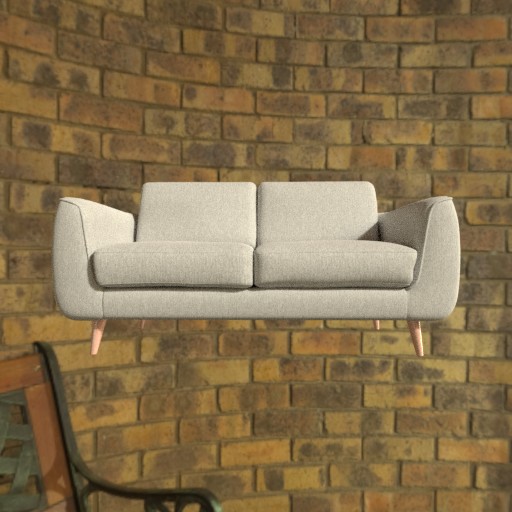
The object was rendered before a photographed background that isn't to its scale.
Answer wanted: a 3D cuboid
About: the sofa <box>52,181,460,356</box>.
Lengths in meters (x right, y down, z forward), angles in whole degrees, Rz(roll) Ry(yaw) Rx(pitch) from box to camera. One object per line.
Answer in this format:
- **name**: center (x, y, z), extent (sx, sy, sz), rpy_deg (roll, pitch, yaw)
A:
- **sofa**: center (0.000, 0.000, 2.231), extent (1.700, 0.850, 0.920), rpy_deg (0, -1, 1)
